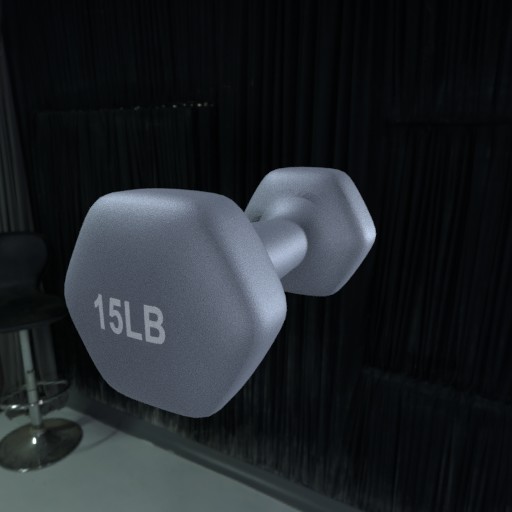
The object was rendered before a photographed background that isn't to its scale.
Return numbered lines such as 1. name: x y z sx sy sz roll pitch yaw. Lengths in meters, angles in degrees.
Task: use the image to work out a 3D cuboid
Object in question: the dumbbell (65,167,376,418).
1. dumbbell: 0.000 0.000 0.295 0.116 0.105 0.240 8 17 27
